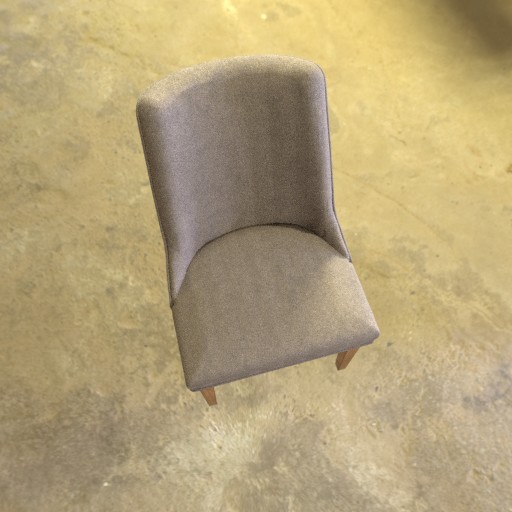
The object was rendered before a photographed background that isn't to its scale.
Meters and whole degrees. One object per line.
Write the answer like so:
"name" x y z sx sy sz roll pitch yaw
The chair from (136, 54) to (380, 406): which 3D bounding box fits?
"chair" 0.000 0.000 1.299 0.548 0.916 0.636 -14 65 -6
